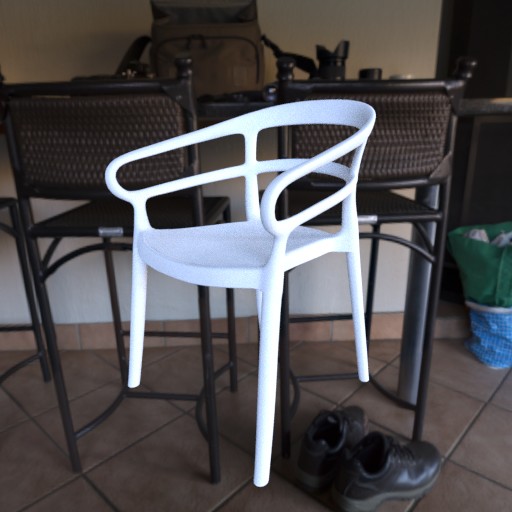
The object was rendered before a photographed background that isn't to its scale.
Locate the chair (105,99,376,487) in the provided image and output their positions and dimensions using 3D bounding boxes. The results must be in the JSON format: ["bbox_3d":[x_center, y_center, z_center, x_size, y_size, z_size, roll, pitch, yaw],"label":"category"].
[{"bbox_3d":[0.000,0.000,1.120,0.559,0.761,0.527,16,23,42],"label":"chair"}]
